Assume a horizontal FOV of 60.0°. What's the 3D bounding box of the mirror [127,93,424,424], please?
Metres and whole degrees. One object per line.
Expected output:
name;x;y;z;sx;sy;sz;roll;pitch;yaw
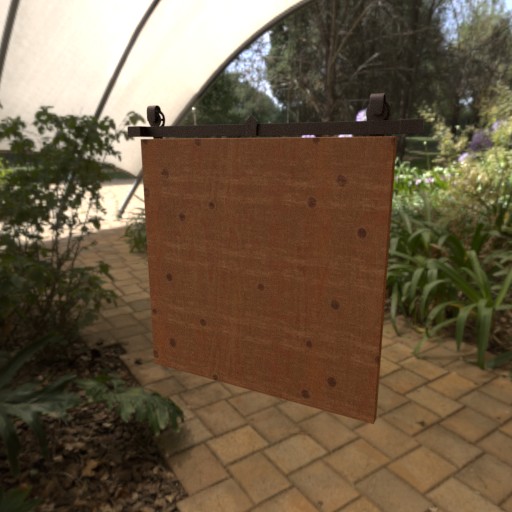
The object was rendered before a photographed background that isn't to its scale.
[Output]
mirror;0.000;0.000;1.199;0.805;0.800;0.054;7;16;27
